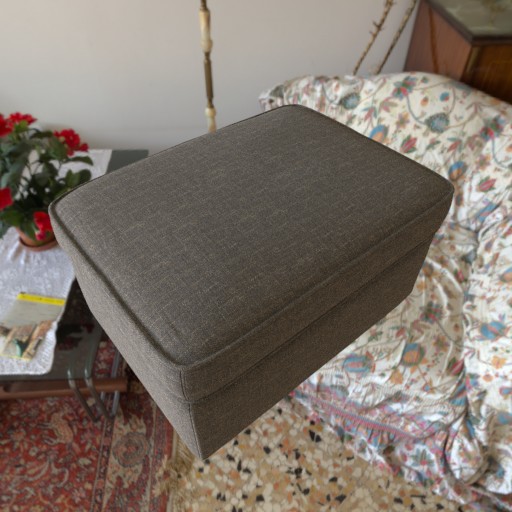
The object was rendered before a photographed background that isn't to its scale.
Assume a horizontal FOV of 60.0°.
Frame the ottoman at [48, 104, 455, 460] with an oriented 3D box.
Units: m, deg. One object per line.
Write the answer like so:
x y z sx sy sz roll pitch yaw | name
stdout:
0.000 0.000 1.074 0.749 0.450 0.549 -30 53 -27 | ottoman
